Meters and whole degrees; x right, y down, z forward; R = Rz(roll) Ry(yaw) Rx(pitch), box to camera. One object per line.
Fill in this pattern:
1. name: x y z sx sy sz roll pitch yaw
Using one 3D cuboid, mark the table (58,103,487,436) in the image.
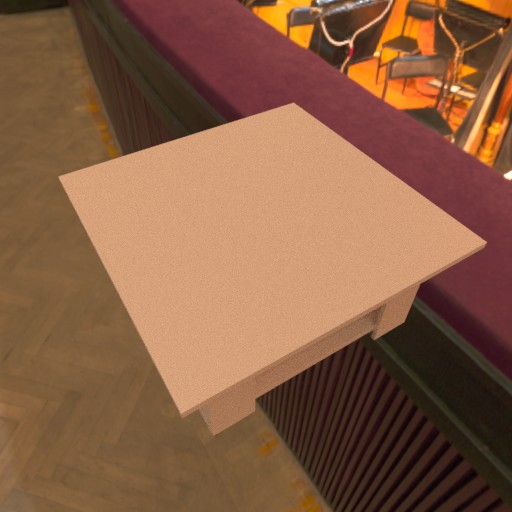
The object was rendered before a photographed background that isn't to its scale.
1. table: 0.000 0.000 1.071 0.670 0.305 0.670 -24 51 -21
